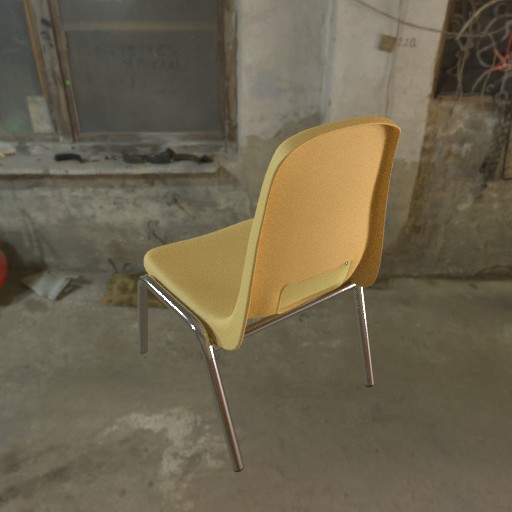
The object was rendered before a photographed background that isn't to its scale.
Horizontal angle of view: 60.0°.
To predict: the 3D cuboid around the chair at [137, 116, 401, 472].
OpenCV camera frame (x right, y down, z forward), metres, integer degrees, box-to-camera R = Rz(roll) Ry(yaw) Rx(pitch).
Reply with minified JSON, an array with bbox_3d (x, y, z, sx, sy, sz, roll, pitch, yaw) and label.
[{"bbox_3d":[0.000,0.000,0.780,0.354,0.536,0.385,-20,35,-30],"label":"chair"}]
